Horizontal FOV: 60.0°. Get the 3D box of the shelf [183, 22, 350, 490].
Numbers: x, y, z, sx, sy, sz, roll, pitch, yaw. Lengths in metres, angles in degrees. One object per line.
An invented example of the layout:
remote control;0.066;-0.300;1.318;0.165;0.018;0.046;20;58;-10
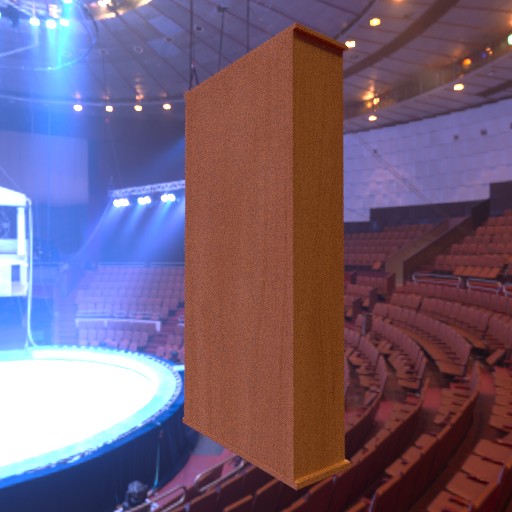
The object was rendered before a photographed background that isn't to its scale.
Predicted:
shelf;0.000;0.000;1.229;0.175;1.030;0.520;1;-1;-37
